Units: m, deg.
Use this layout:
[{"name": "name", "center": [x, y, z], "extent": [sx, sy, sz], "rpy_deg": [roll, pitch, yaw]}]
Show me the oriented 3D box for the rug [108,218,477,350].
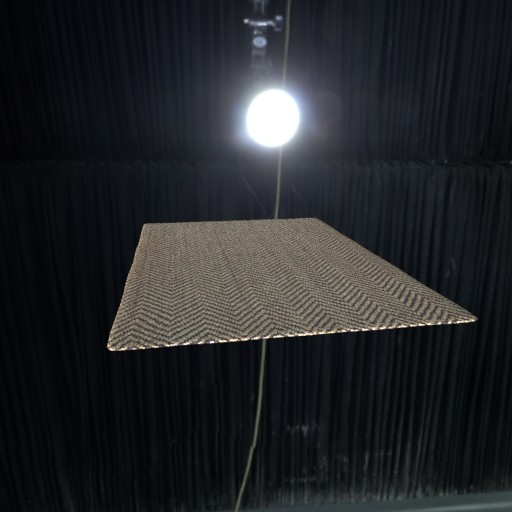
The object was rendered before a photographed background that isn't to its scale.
[{"name": "rug", "center": [0.000, 0.000, 2.257], "extent": [1.219, 0.008, 1.828], "rpy_deg": [-3, 16, -10]}]
